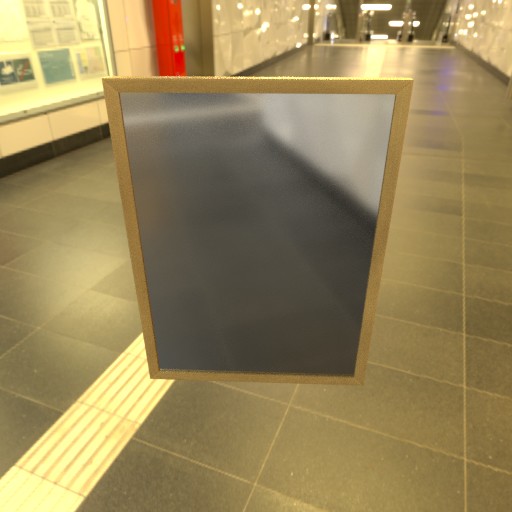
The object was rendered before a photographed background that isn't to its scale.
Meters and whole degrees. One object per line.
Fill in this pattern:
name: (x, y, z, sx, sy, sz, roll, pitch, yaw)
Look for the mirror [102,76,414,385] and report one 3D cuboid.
mirror: (0.000, 0.000, 1.349, 0.762, 1.016, 0.040, 1, 30, 2)
